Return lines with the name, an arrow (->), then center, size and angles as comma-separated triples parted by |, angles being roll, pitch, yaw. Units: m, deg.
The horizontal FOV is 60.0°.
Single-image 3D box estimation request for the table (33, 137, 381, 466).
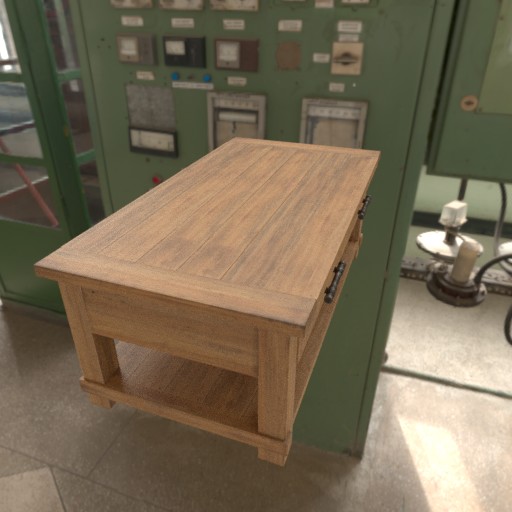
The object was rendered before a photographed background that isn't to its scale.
table -> 0.000, 0.000, 1.607 | 0.693, 0.494, 1.270 | 10, 31, 18
